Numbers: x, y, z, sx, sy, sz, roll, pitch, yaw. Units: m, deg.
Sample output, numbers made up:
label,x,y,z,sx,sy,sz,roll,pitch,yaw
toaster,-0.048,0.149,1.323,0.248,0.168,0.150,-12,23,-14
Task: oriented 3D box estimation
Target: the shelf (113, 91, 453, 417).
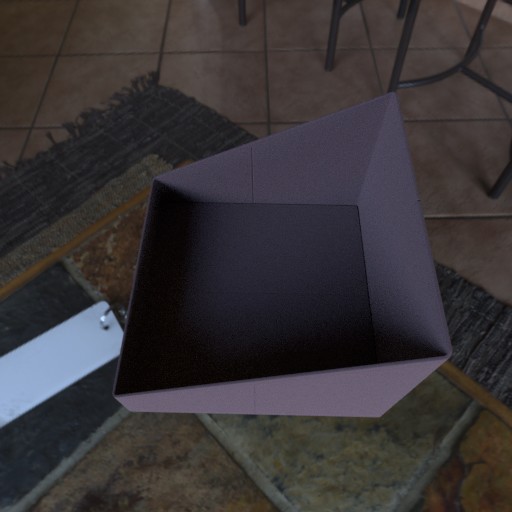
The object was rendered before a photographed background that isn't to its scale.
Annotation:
label,x,y,z,sx,sy,sz,roll,pitch,yaw
shelf,0.000,0.000,0.485,0.292,0.210,0.292,1,59,1
